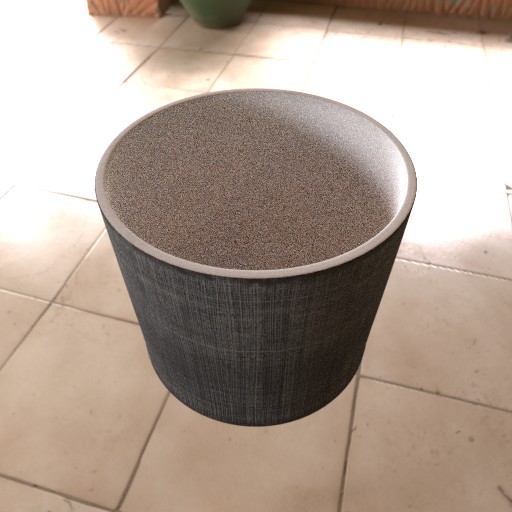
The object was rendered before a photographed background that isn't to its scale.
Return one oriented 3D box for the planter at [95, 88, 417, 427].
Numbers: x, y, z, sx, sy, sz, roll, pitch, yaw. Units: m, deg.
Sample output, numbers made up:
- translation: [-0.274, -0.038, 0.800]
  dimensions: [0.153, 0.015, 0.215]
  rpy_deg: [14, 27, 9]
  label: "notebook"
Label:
- translation: [0.000, 0.000, 0.308]
  dimensions: [0.178, 0.157, 0.178]
  rpy_deg: [0, 46, 0]
  label: "planter"
